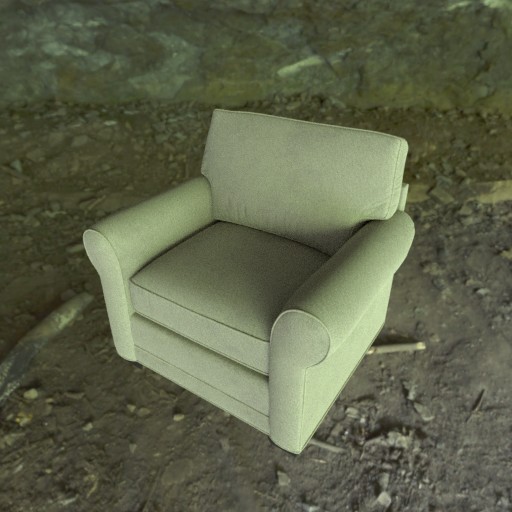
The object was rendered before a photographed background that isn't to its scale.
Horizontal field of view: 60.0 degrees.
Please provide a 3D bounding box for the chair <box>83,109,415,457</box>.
[{"bbox_3d":[0.000,0.000,1.932,1.147,1.044,0.939,19,35,28],"label":"chair"}]
